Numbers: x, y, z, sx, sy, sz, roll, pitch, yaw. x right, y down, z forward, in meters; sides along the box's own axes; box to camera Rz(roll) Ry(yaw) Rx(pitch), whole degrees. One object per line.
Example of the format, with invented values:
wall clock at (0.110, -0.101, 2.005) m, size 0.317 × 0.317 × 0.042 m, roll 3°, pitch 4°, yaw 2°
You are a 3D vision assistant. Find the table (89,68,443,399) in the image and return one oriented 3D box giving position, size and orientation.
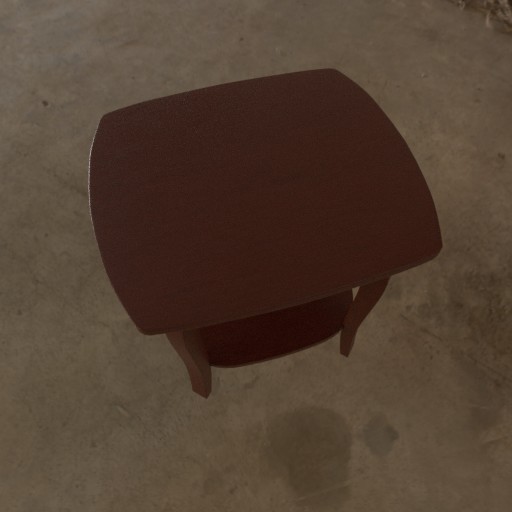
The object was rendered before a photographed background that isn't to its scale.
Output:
table at (0.000, 0.000, 0.892) m, size 0.502 × 0.496 × 0.433 m, roll -14°, pitch 61°, yaw -8°
